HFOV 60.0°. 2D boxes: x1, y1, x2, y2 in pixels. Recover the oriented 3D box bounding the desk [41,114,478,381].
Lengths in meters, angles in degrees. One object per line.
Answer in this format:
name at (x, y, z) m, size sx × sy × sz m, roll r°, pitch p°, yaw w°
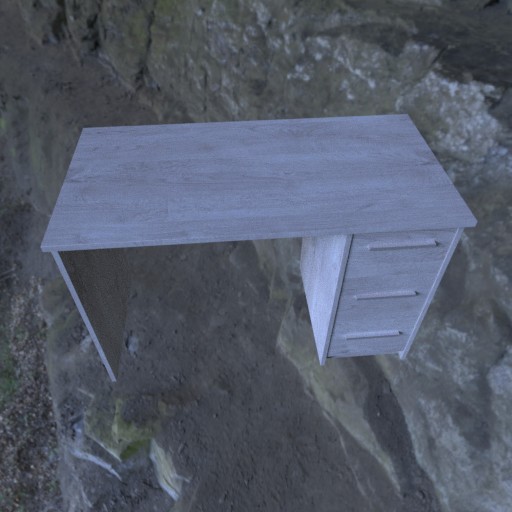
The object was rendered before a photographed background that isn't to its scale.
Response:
desk at (0.000, 0.000, 1.565) m, size 1.097 × 0.735 × 0.560 m, roll -3°, pitch 46°, yaw -3°
